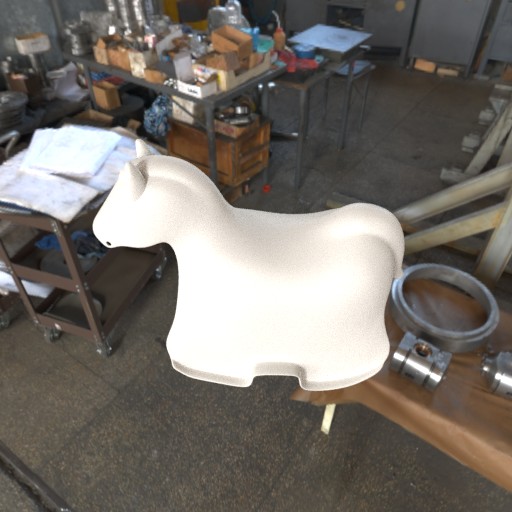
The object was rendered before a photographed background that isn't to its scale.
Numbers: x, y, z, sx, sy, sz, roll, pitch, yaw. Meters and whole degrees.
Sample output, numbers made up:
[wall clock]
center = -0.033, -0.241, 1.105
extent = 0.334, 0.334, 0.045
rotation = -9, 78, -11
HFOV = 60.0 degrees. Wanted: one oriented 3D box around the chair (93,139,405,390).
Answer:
[chair]
center = 0.000, 0.000, 1.165
extent = 0.800, 0.612, 0.429
rotation = 0, 42, 1
